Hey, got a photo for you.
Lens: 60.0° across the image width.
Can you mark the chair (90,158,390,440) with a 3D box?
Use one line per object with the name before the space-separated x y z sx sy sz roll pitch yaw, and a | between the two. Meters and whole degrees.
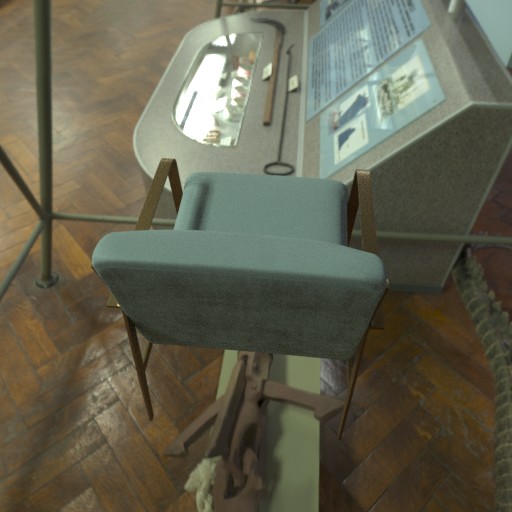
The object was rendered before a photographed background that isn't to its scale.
chair | 0.000 0.000 1.435 0.701 0.824 0.842 4 46 4
